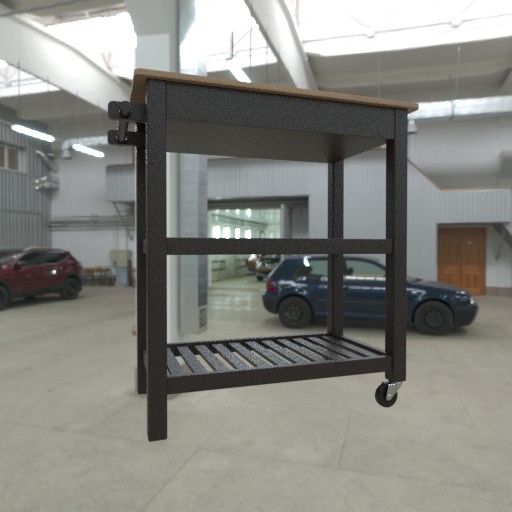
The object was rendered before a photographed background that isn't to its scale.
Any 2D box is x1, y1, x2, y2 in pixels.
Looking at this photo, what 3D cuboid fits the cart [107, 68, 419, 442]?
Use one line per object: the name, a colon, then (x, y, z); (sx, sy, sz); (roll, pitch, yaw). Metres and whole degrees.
cart: (0.000, 0.000, 1.423); (0.899, 0.927, 0.457); (0, 1, -19)
